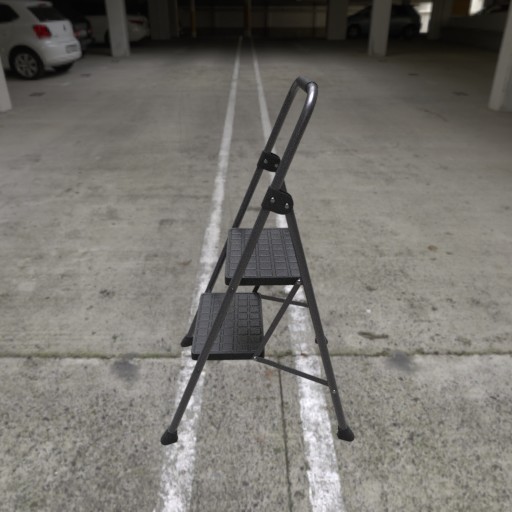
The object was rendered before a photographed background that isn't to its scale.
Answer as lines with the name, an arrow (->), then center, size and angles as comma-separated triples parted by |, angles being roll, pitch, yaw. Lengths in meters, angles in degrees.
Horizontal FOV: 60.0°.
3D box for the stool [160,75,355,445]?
stool -> 0.000, 0.000, 1.168 | 0.514, 0.872, 0.450 | -1, 26, -1
